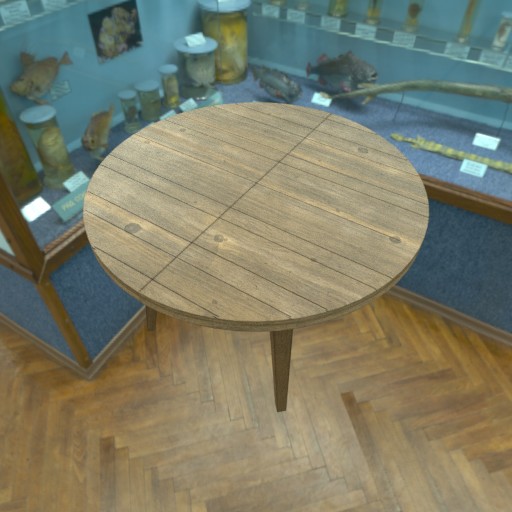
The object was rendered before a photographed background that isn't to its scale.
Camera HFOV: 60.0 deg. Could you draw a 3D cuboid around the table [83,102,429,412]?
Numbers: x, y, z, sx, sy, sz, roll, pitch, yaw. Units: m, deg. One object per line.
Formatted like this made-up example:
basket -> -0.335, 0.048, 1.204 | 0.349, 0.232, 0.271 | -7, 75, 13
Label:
table -> 0.000, 0.000, 1.885 | 1.213, 0.764, 1.213 | 0, 46, 0
